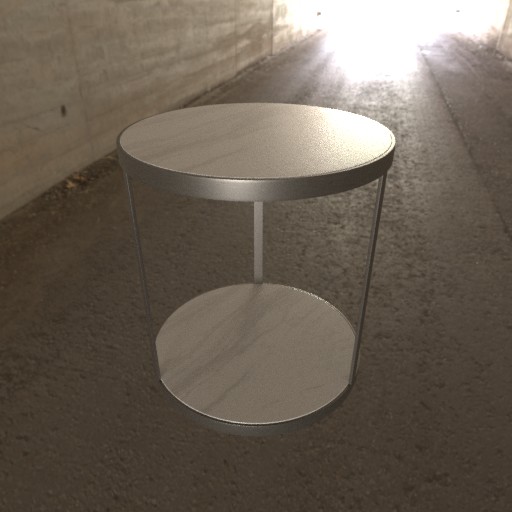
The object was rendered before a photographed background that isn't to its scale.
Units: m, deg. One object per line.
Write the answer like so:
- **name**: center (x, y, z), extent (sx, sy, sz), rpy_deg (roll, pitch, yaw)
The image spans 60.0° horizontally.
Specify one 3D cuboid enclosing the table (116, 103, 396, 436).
- **table**: center (0.000, 0.000, 0.852), extent (0.445, 0.479, 0.445), rpy_deg (0, 31, 0)
